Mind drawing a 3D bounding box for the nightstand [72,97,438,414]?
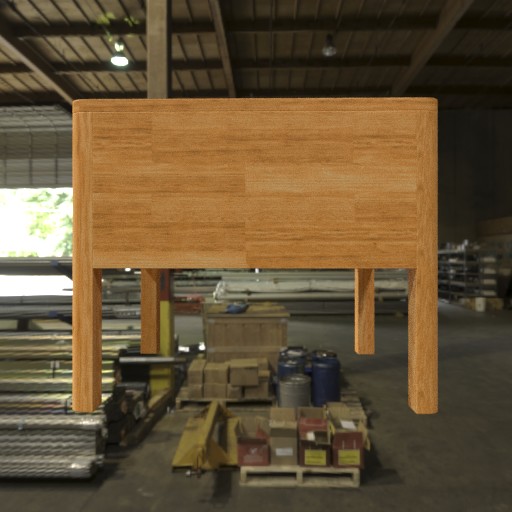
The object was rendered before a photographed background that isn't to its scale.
[{"bbox_3d":[0.000,0.000,0.882,0.560,0.470,0.440,0,0,1],"label":"nightstand"}]
